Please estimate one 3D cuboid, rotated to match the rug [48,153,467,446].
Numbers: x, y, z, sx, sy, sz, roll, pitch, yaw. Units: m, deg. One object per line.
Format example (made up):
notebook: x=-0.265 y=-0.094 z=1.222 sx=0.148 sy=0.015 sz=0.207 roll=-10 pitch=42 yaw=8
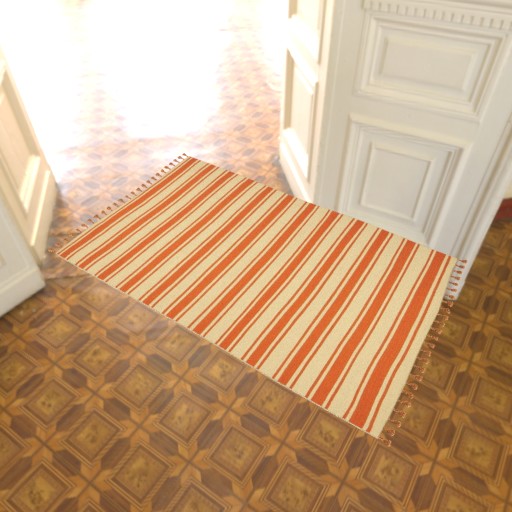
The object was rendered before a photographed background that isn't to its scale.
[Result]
rug: x=0.000 y=0.000 z=2.529 sx=2.092 sy=0.017 sz=1.232 roll=25 pitch=50 yaw=23
